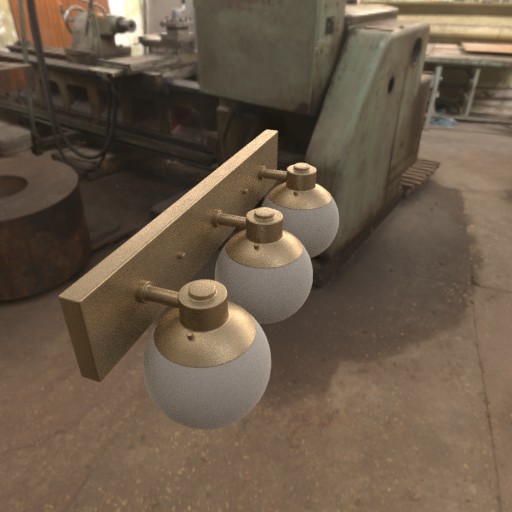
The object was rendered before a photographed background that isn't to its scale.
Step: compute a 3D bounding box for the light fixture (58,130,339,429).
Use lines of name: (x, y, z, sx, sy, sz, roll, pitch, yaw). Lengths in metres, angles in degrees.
light fixture: (0.000, 0.000, 0.833, 0.218, 0.263, 0.721, 11, 33, 17)
